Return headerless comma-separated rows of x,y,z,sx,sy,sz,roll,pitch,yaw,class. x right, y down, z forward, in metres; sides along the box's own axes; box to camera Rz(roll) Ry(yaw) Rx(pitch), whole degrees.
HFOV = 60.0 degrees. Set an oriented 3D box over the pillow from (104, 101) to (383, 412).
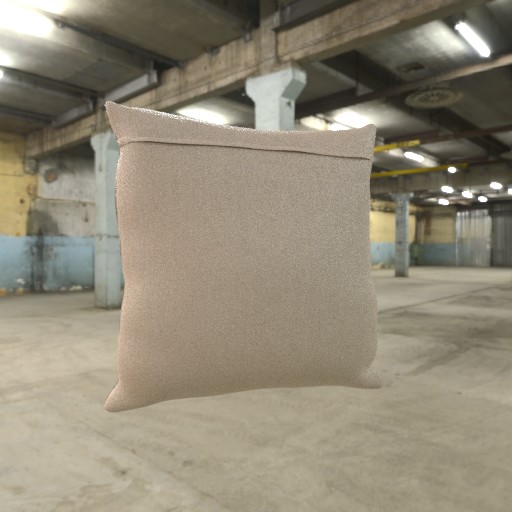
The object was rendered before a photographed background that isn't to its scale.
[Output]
0.000,0.000,0.679,0.440,0.441,0.182,0,0,-18,pillow
